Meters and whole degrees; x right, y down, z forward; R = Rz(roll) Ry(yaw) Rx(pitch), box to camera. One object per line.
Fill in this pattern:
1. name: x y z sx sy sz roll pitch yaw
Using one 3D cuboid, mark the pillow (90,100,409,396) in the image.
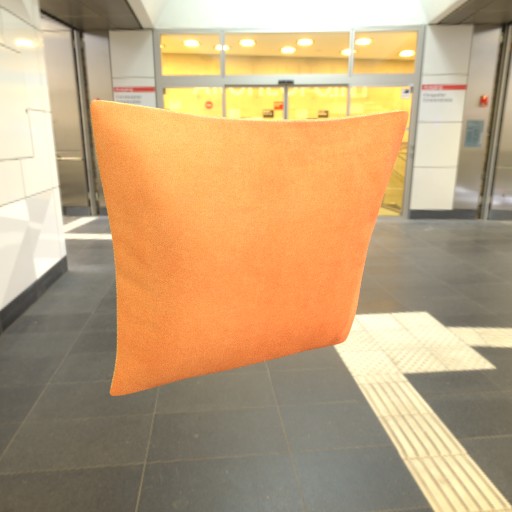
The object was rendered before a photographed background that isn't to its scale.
1. pillow: 0.000 0.000 0.634 0.424 0.401 0.177 -7 17 -25
